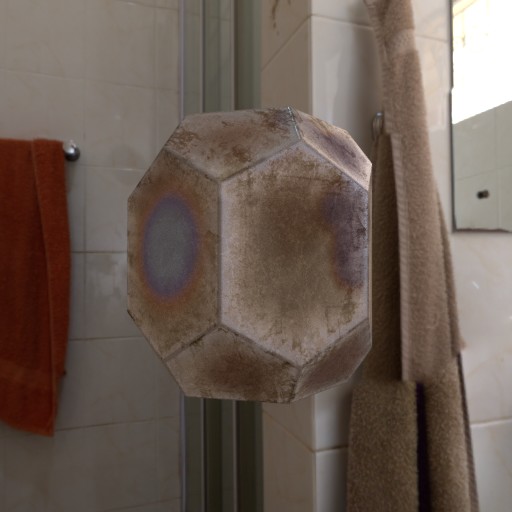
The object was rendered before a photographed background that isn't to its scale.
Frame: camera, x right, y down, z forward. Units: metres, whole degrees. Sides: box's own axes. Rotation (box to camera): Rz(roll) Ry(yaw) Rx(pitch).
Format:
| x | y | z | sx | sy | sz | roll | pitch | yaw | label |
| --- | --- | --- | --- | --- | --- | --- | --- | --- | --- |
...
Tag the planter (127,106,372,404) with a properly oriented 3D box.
| x | y | z | sx | sy | sz | roll | pitch | yaw | label |
| --- | --- | --- | --- | --- | --- | --- | --- | --- | --- |
| 0.000 | 0.000 | 0.436 | 0.243 | 0.238 | 0.221 | 0 | -1 | -18 | planter |
